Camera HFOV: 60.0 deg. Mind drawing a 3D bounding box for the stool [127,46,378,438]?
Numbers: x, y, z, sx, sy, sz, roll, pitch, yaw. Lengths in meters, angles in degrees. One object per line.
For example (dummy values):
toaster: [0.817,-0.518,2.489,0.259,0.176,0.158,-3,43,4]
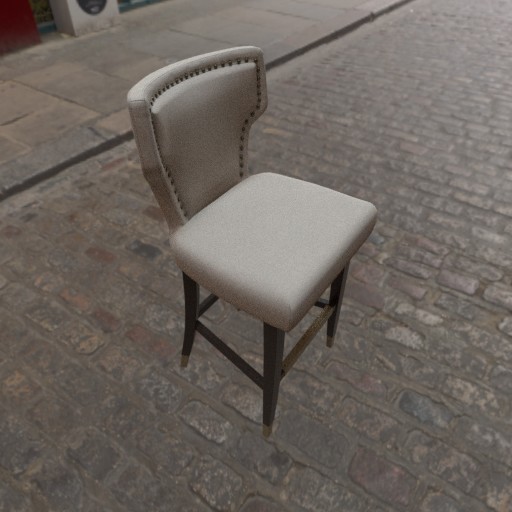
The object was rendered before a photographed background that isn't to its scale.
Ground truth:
stool: [0.000,0.000,1.401,0.563,1.092,0.526,24,46,26]
